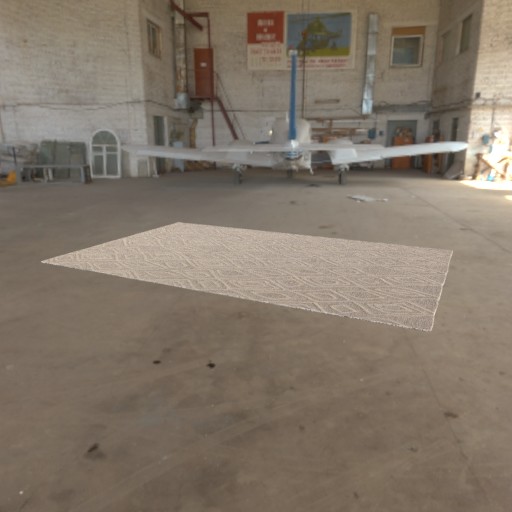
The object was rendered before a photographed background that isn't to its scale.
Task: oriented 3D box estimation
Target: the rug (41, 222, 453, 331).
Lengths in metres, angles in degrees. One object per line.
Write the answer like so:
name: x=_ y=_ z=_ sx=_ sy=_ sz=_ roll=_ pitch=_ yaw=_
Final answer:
rug: x=0.000 y=0.000 z=3.082 sx=2.442 sy=0.010 sz=1.546 roll=7 pitch=17 yaw=25
